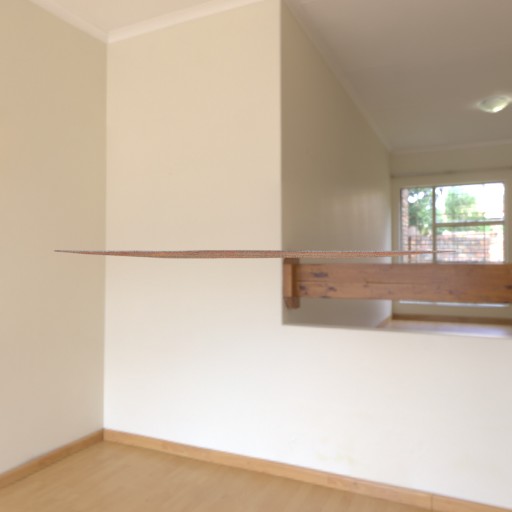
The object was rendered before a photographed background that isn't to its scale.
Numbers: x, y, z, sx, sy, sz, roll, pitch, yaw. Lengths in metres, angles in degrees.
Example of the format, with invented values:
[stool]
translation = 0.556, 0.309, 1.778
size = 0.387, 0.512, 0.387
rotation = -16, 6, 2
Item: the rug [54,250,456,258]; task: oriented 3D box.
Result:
[rug]
translation = 0.000, 0.000, 3.991
size = 2.263, 0.022, 3.029
rotation = 0, -1, 0
